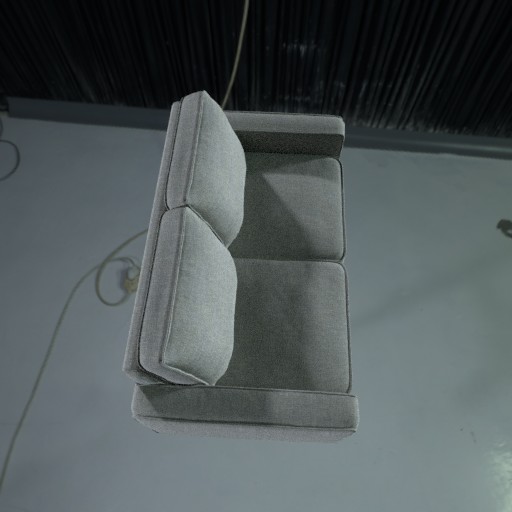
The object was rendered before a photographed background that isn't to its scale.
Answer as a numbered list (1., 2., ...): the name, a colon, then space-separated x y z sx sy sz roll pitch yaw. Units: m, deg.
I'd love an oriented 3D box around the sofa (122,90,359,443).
1. sofa: 0.000 0.000 2.278 0.945 0.915 1.706 3 63 1
